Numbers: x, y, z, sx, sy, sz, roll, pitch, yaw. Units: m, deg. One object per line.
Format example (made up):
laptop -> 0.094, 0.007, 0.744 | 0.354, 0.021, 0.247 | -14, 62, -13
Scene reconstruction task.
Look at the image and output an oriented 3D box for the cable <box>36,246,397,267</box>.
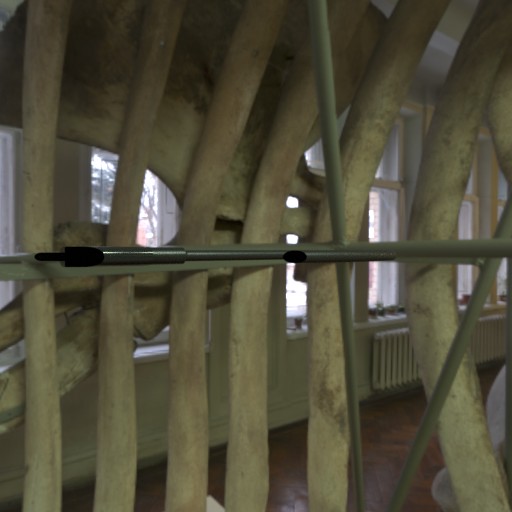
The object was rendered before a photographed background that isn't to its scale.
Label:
cable -> 0.000, 0.000, 0.113 | 0.098, 0.006, 0.040 | -1, 1, -37
